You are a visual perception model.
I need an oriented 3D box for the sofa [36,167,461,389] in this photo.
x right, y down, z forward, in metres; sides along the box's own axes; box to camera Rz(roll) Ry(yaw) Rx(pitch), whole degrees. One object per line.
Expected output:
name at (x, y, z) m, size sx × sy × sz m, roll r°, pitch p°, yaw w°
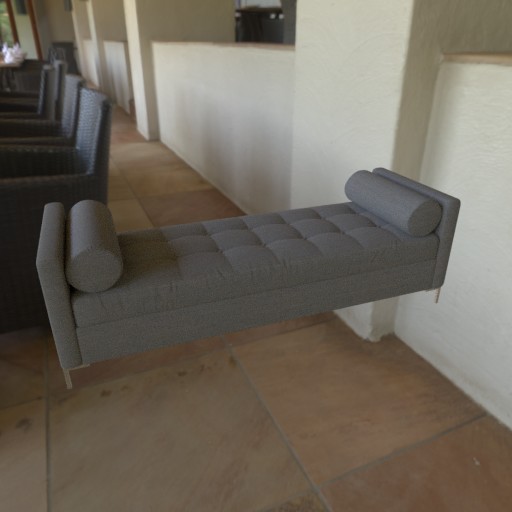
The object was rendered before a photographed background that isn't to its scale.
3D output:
sofa at (0.000, 0.000, 2.348) m, size 1.981 × 0.635 × 0.686 m, roll -9°, pitch 28°, yaw -18°
